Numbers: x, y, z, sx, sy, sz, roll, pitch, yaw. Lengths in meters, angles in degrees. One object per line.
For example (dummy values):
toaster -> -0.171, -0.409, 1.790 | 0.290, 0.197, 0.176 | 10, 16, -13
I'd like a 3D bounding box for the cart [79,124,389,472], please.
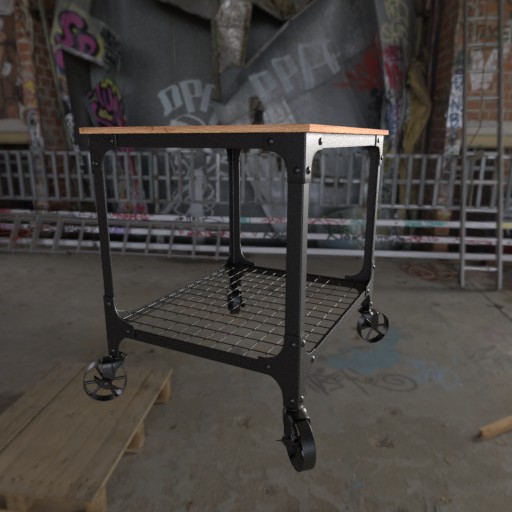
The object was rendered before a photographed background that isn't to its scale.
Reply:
cart -> 0.000, 0.000, 1.096 | 0.558, 0.603, 0.666 | 7, 17, 26
